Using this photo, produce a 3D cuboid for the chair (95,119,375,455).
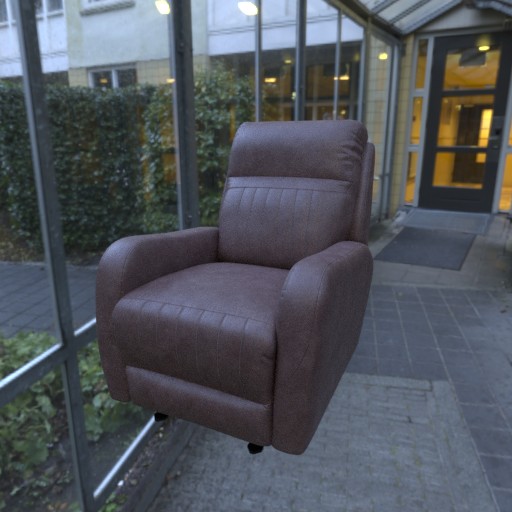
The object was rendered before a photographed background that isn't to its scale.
[{"bbox_3d":[0.000,0.000,1.786,0.865,1.067,1.067,7,17,25],"label":"chair"}]
